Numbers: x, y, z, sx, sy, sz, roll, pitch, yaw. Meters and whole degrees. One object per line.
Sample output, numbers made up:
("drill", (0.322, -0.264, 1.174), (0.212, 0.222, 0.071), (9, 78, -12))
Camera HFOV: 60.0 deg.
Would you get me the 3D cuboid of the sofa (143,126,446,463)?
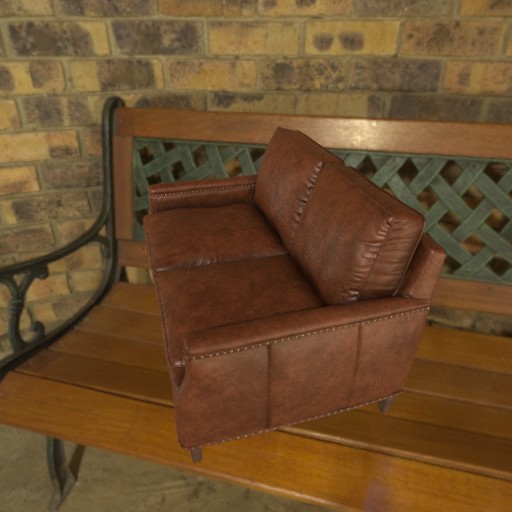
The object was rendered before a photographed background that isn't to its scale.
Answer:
("sofa", (0.000, 0.000, 2.327), (1.083, 1.003, 1.628), (-9, 32, -14))
